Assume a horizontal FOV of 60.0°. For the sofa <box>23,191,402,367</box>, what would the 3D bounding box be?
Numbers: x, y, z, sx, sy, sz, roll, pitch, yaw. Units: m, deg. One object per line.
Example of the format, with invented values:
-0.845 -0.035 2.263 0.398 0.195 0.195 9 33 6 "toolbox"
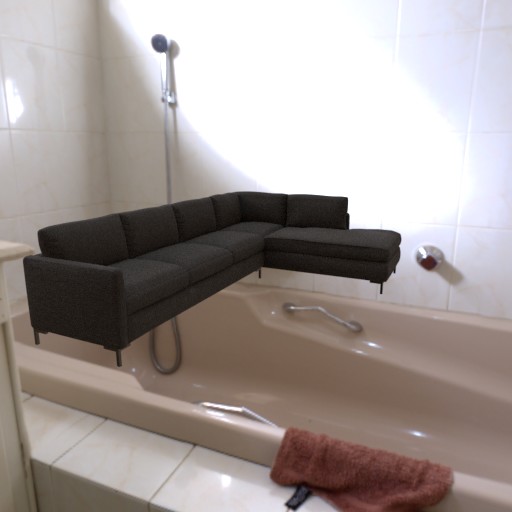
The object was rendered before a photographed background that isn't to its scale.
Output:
0.000 0.000 3.774 2.007 0.815 2.949 7 15 25 "sofa"
